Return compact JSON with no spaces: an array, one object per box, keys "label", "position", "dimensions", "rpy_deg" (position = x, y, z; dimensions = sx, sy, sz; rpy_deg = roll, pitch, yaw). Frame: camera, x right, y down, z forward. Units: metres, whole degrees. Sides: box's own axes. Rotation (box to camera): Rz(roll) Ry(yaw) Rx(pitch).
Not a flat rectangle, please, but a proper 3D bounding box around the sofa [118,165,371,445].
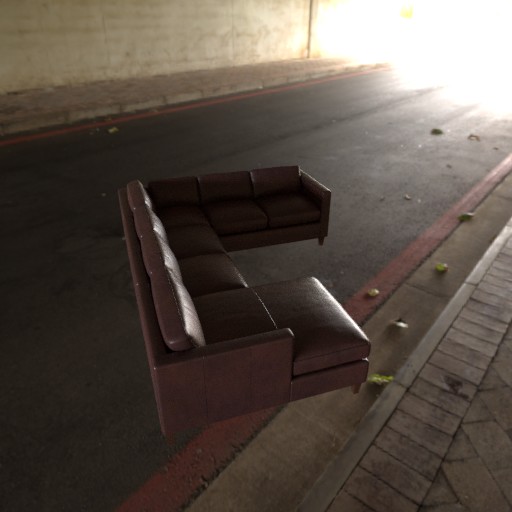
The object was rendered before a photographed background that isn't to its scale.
[{"label":"sofa","position":[0.000,0.000,4.535],"dimensions":[2.452,0.891,3.324],"rpy_deg":[-9,30,-17]}]
